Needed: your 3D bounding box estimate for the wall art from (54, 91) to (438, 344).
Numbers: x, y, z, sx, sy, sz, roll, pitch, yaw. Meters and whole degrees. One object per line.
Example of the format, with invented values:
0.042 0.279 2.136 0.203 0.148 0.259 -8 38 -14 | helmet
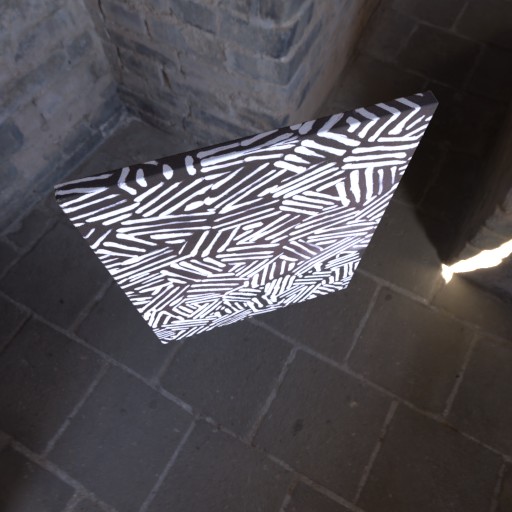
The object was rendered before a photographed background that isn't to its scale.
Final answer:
0.000 0.000 1.308 0.765 1.017 0.038 -16 66 -8 | wall art
